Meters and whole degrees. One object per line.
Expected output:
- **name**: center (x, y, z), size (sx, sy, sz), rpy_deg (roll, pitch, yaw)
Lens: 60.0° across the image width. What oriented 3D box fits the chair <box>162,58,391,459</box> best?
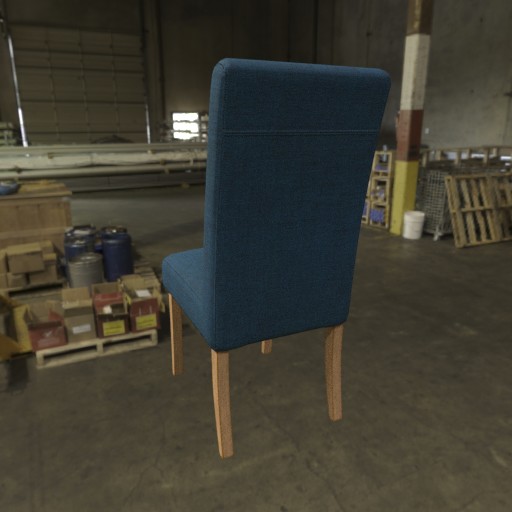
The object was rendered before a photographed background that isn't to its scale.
- **chair**: center (0.000, 0.000, 1.360), size (0.450, 1.029, 0.610), rpy_deg (-8, 18, -25)
